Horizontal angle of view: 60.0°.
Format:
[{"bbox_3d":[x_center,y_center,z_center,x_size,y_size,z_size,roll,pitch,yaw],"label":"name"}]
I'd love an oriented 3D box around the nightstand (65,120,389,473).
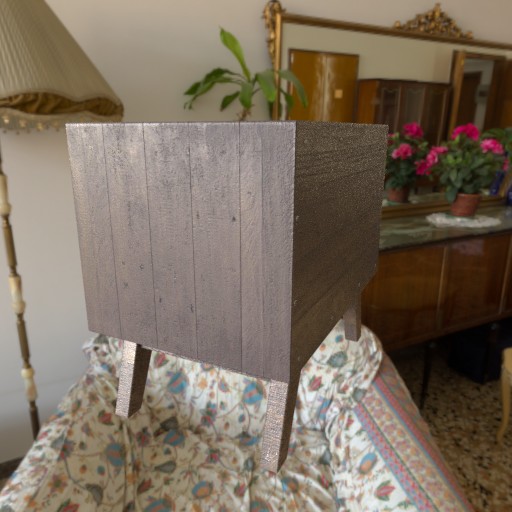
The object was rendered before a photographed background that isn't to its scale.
[{"bbox_3d":[0.000,0.000,1.050,0.450,0.599,0.650,8,18,25],"label":"nightstand"}]
